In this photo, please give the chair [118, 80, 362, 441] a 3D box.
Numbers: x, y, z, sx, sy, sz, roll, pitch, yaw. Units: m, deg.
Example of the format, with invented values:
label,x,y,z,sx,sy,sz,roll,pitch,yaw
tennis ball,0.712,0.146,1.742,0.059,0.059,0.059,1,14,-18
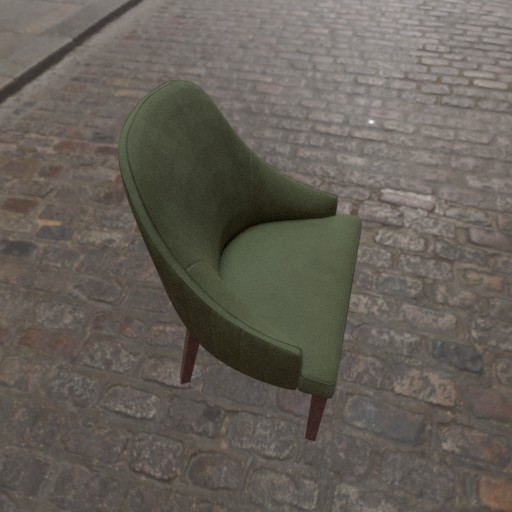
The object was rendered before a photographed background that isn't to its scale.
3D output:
label,x,y,z,sx,sy,sz,roll,pitch,yaw
chair,0.000,0.000,1.287,0.575,0.889,0.643,11,47,11
